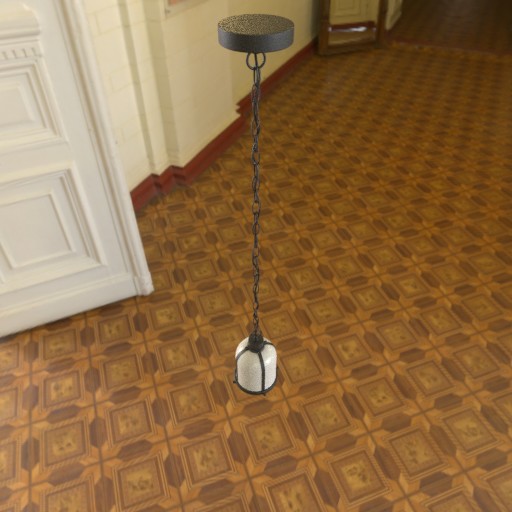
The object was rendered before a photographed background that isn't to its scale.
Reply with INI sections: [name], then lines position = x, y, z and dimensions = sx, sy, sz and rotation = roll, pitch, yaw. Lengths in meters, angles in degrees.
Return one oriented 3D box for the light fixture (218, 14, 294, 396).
[light fixture]
position = 0.000, 0.000, 1.233
dimensions = 0.178, 1.181, 0.178
rotation = -14, 44, -15
